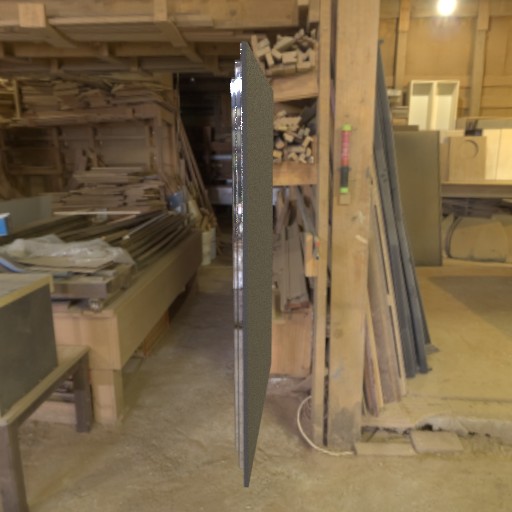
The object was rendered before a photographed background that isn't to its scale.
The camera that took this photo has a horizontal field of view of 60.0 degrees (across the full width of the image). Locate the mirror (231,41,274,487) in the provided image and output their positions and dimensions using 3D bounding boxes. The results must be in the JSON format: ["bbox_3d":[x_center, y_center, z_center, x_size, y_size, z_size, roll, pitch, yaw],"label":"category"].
[{"bbox_3d":[0.000,0.000,1.181,0.039,0.914,0.613,1,13,7],"label":"mirror"}]
